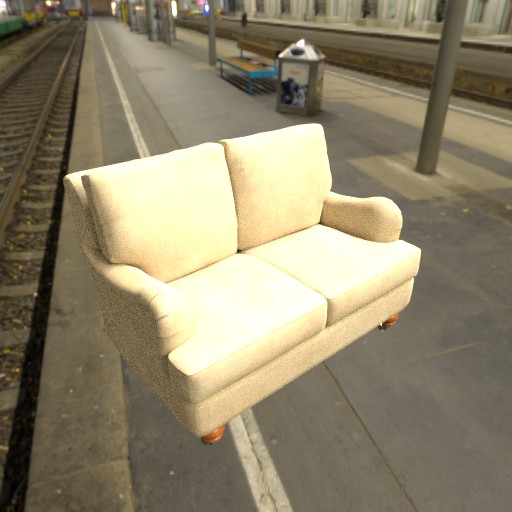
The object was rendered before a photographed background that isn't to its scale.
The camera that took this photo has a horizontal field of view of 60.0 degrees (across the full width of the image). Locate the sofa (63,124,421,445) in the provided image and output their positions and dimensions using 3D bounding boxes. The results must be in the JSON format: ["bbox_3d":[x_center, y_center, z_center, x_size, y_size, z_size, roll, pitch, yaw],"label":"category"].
[{"bbox_3d":[0.000,0.000,2.288,1.498,1.087,1.086,-22,36,-34],"label":"sofa"}]
